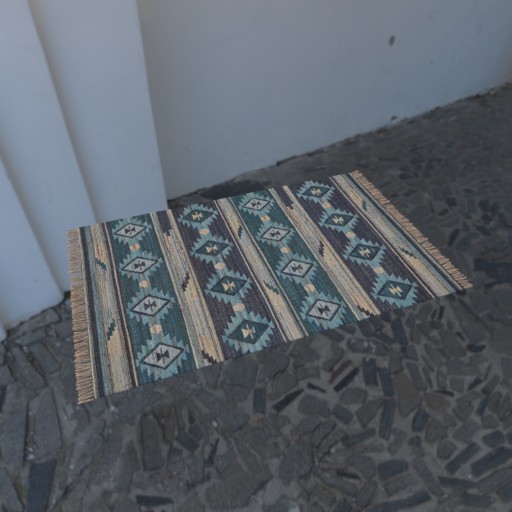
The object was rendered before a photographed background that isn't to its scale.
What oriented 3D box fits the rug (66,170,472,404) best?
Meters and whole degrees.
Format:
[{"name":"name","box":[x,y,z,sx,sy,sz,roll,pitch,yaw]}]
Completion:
[{"name":"rug","box":[0.000,0.000,2.408,1.936,0.028,1.181,-13,44,-15]}]
